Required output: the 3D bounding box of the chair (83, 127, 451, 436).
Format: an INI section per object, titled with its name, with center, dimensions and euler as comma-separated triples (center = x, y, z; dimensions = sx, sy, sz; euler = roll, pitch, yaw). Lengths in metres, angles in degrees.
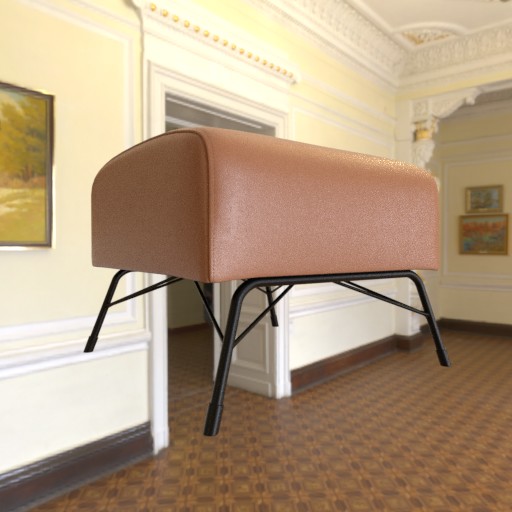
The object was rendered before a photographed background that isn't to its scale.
[chair]
center = 0.000, 0.000, 0.885
dimensions = 0.530, 0.410, 0.530
euler = -1, 1, -36
